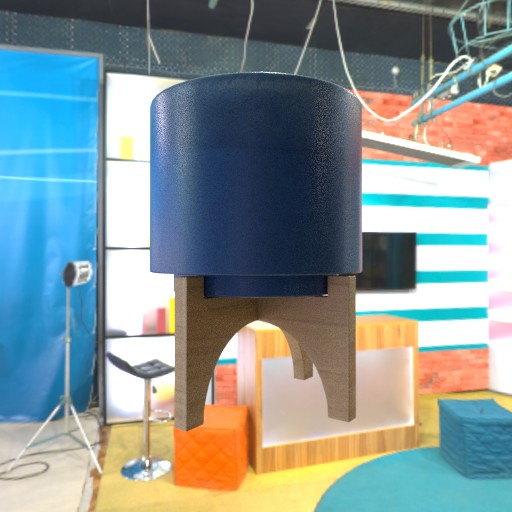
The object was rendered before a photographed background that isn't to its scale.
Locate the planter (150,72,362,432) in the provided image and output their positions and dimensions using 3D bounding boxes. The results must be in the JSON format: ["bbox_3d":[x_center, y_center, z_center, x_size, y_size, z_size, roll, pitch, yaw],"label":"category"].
[{"bbox_3d":[0.000,0.000,0.412,0.192,0.263,0.192,0,0,0],"label":"planter"}]
